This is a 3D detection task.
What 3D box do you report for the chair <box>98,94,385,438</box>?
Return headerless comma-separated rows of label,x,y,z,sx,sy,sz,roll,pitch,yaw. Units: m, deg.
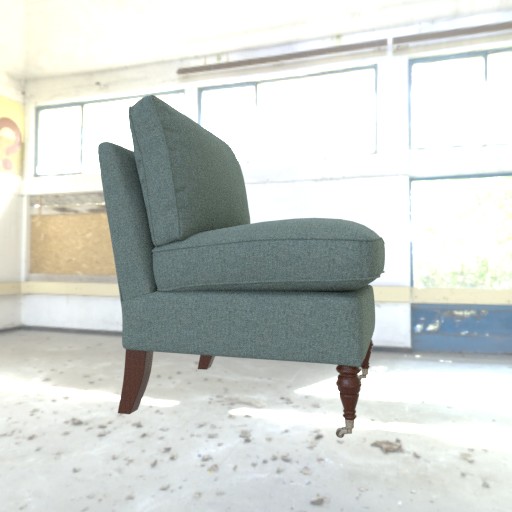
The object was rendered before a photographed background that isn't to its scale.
chair,0.000,0.000,1.442,0.796,0.901,0.624,0,0,18
